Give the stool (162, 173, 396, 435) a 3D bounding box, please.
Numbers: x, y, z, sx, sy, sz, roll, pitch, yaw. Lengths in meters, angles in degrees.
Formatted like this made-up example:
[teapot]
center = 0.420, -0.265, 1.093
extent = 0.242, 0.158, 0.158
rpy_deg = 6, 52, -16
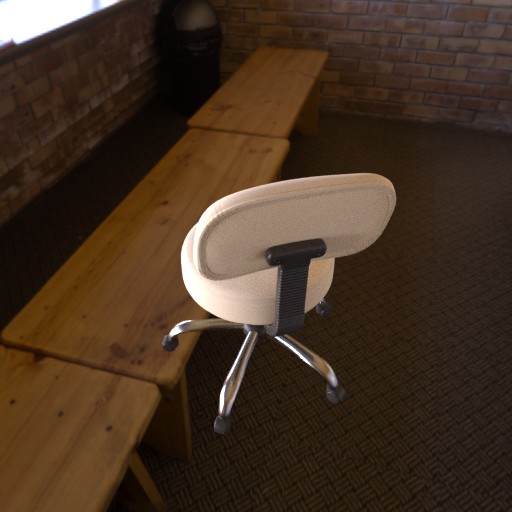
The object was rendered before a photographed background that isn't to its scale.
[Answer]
[stool]
center = 0.000, 0.000, 1.229
extent = 0.609, 0.810, 0.616
rpy_deg = -11, 42, -12
